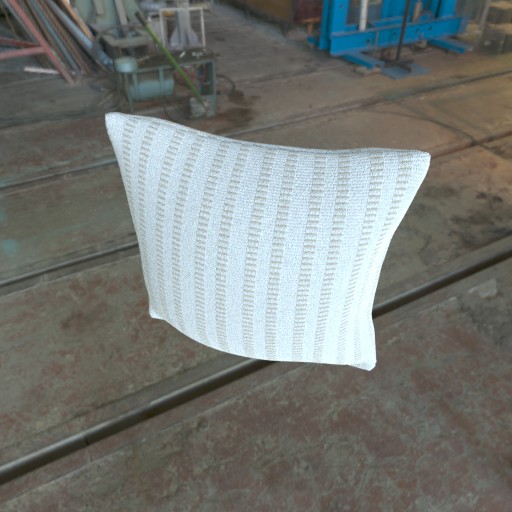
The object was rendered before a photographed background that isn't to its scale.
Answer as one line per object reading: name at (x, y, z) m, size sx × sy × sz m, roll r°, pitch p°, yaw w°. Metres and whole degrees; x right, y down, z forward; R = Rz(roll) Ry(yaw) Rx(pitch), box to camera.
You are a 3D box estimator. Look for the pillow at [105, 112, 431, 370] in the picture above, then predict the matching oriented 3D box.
pillow at (0.000, 0.000, 0.697) m, size 0.438 × 0.419 × 0.247 m, roll 11°, pitch 41°, yaw 13°
